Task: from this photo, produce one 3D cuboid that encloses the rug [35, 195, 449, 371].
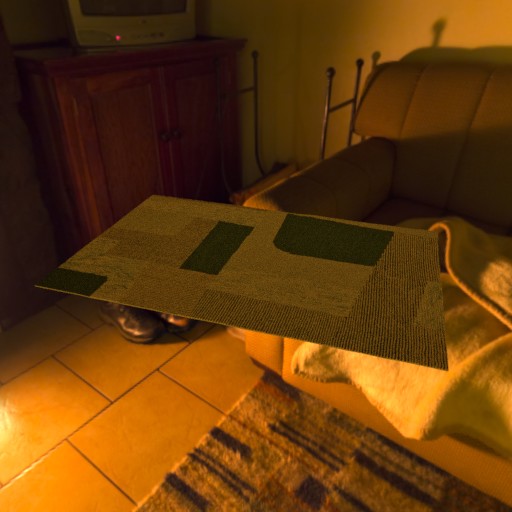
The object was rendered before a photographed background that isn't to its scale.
[{"bbox_3d":[0.000,0.000,3.084,2.436,0.015,1.521,9,32,15],"label":"rug"}]
